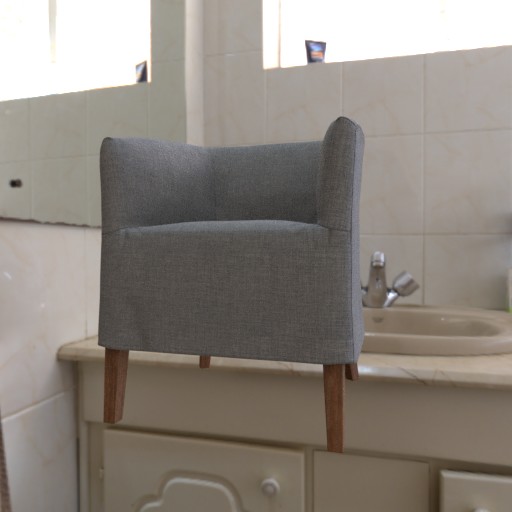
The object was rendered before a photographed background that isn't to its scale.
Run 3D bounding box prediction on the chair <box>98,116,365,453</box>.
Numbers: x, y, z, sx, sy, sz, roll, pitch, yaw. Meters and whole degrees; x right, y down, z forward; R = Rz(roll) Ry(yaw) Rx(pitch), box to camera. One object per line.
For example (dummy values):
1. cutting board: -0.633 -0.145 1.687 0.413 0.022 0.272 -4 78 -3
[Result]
1. chair: 0.000 0.000 1.250 0.600 0.771 0.668 0 0 17
